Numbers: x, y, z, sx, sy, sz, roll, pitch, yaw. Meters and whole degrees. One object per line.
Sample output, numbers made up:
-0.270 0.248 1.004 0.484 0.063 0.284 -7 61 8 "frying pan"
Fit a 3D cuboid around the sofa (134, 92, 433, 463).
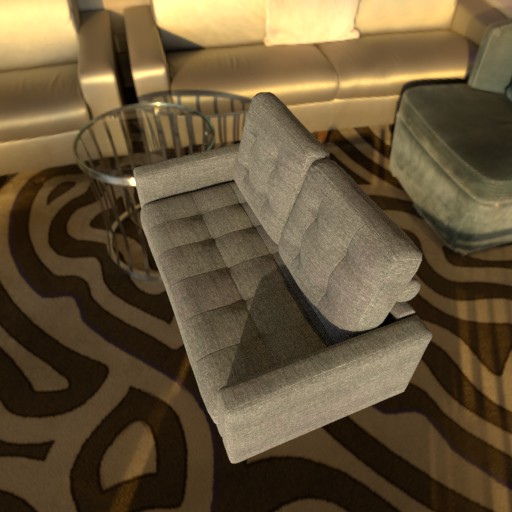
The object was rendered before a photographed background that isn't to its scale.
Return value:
0.000 0.000 1.982 0.842 0.907 1.407 -17 49 -15 "sofa"
